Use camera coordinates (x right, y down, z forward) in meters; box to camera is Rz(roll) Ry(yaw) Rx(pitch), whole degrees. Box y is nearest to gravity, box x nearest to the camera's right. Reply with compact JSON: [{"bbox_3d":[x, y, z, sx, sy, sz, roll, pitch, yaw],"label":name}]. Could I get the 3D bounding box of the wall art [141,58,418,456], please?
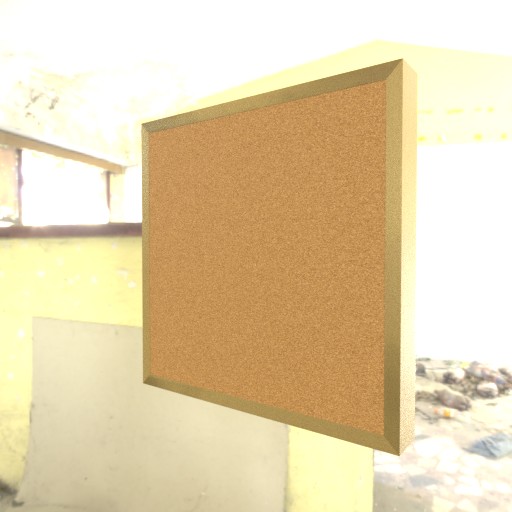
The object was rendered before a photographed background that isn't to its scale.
[{"bbox_3d":[0.000,0.000,0.445,0.304,0.305,0.038,1,2,37],"label":"wall art"}]
